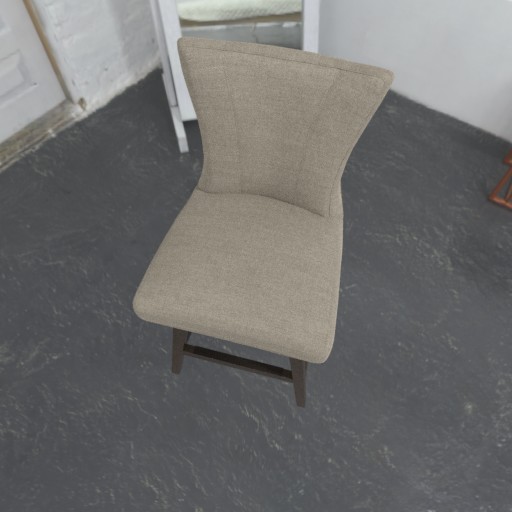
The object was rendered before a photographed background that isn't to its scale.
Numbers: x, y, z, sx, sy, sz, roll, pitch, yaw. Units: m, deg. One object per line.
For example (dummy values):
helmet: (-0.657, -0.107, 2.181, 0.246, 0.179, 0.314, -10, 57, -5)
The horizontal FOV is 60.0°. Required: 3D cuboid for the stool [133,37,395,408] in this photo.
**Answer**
stool: (0.000, 0.000, 1.299, 0.514, 1.000, 0.574, 13, 60, 8)
